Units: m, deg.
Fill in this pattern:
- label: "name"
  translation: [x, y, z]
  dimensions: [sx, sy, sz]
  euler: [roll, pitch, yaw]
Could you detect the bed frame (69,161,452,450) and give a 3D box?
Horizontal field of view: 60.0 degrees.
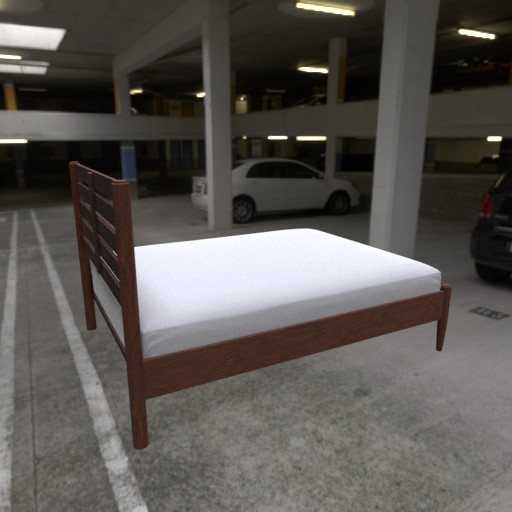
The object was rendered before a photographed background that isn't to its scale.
- label: "bed frame"
  translation: [0.000, 0.000, 3.223]
  dimensions: [2.234, 1.321, 1.655]
  euler: [-8, 17, -27]
